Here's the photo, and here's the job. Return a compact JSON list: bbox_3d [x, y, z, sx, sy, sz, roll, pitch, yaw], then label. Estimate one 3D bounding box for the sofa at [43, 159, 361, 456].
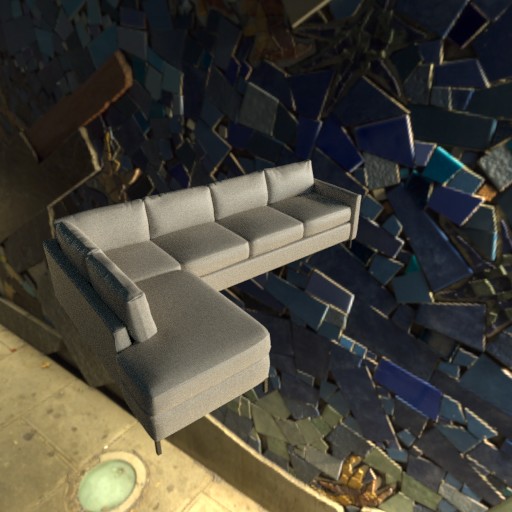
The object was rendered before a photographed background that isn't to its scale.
[{"bbox_3d":[0.000,0.000,3.097,2.423,0.703,1.617,-20,34,-33],"label":"sofa"}]
